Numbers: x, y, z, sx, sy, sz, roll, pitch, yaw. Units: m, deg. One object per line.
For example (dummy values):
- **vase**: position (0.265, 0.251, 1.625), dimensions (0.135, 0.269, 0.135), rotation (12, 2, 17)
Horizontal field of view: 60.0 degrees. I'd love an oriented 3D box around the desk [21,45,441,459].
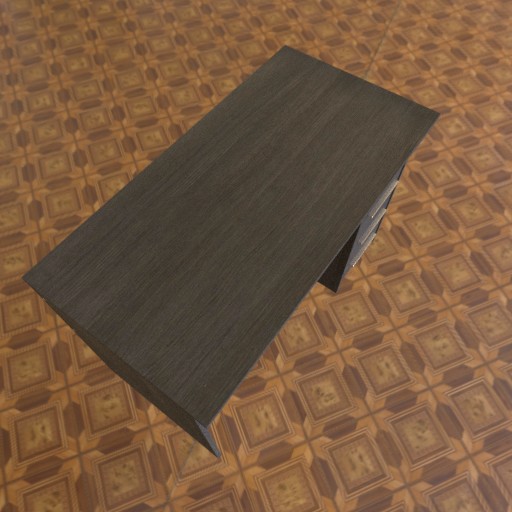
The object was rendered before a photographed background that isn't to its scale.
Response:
- **desk**: position (0.000, 0.000, 1.489), dimensions (0.560, 0.730, 1.096), rotation (32, 64, 18)
